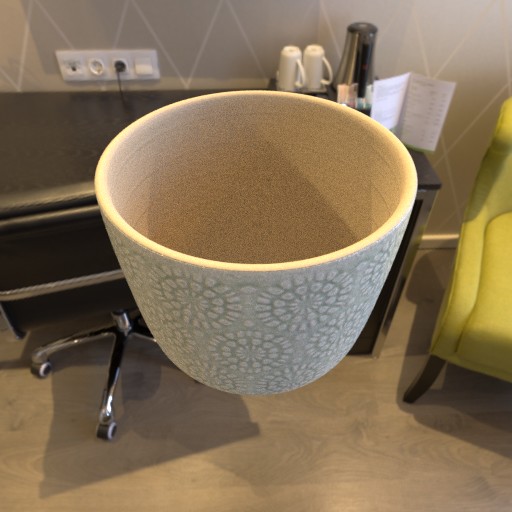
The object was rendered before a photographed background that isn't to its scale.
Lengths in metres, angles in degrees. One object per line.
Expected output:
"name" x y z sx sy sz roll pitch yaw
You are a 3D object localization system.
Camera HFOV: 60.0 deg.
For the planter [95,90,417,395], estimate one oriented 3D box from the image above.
"planter" 0.000 0.000 0.213 0.124 0.109 0.124 0 44 0
